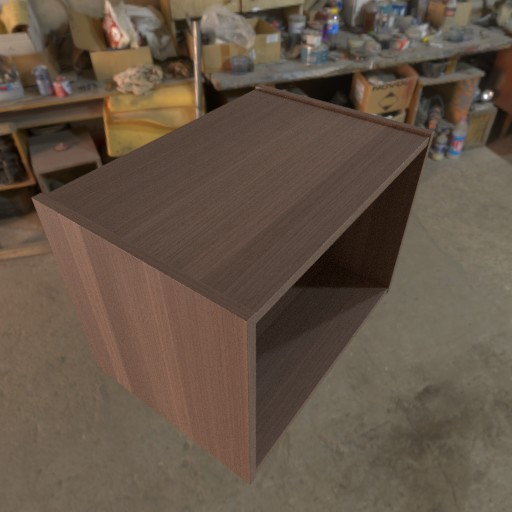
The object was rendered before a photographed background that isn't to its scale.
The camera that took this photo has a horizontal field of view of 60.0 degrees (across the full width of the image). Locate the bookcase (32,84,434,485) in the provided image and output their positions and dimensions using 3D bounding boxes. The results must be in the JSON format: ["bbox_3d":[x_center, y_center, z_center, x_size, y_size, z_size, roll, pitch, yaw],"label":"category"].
[{"bbox_3d":[0.000,0.000,0.634,0.290,0.305,0.415,26,47,27],"label":"bookcase"}]
